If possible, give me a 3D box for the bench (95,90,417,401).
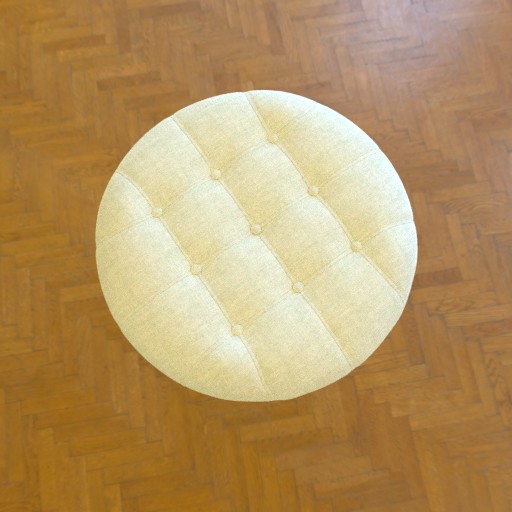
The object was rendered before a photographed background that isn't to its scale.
[{"bbox_3d":[0.000,0.000,0.994,0.600,0.453,0.600,0,77,0],"label":"bench"}]
